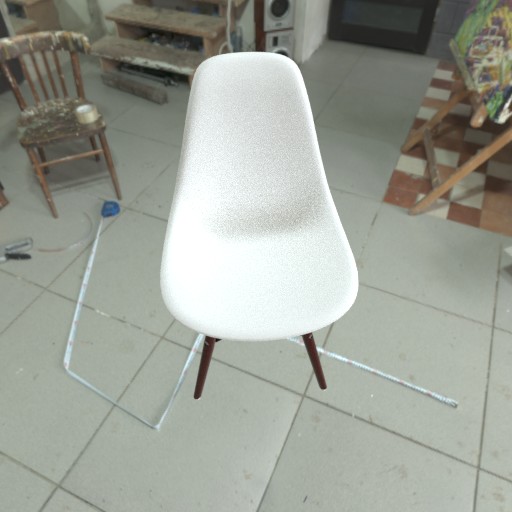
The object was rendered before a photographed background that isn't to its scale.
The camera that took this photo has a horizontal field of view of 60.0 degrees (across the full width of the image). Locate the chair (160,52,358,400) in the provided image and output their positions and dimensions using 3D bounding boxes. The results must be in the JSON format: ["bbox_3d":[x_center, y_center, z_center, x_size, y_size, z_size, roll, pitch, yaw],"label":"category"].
[{"bbox_3d":[0.000,0.000,1.151,0.470,0.826,0.533,-4,47,-3],"label":"chair"}]
